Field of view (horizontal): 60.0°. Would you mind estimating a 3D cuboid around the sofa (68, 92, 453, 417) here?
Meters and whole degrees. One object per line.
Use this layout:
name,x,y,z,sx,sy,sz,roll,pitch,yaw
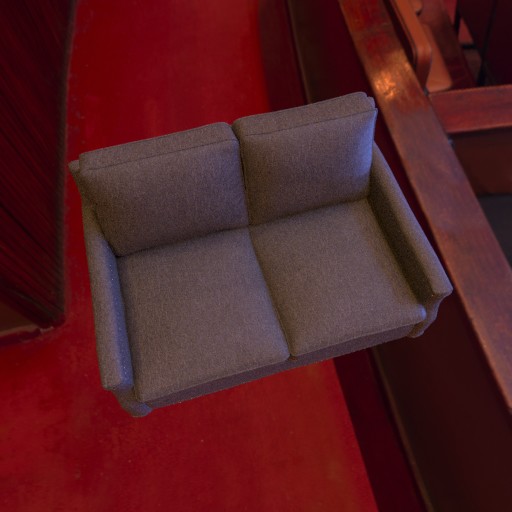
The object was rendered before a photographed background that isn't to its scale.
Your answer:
sofa,0.000,0.000,2.211,1.597,1.003,1.084,-14,65,-7
